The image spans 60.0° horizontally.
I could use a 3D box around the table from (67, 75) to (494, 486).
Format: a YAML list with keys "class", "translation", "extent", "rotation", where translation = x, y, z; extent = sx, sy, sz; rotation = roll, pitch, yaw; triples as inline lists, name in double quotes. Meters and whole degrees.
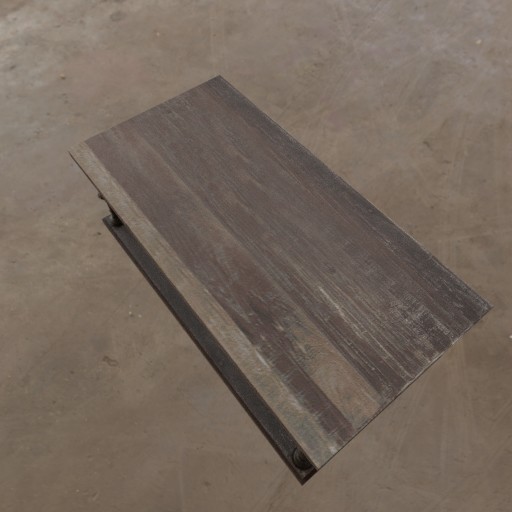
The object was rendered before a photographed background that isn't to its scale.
- class: "table"
  translation: [0.000, 0.000, 1.326]
  extent: [0.554, 0.373, 1.088]
  rotation: [-34, 64, -19]
